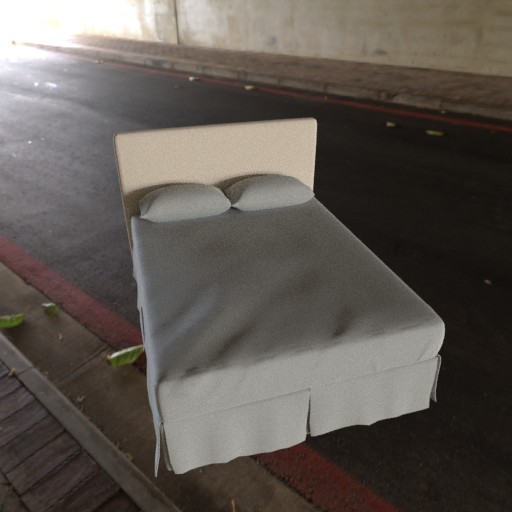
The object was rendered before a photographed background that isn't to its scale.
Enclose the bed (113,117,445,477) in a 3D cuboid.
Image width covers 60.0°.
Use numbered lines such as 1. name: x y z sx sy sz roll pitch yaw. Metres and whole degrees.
1. bed: 0.000 0.000 3.092 1.748 1.330 2.142 -9 32 -15
